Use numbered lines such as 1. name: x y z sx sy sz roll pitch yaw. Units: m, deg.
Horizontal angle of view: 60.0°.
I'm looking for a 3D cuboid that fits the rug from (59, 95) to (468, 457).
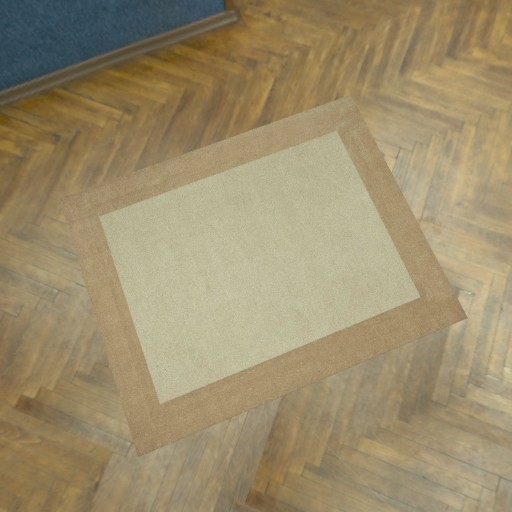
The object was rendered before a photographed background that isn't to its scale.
1. rug: 0.000 0.000 4.055 3.048 0.014 2.438 -21 76 -6
